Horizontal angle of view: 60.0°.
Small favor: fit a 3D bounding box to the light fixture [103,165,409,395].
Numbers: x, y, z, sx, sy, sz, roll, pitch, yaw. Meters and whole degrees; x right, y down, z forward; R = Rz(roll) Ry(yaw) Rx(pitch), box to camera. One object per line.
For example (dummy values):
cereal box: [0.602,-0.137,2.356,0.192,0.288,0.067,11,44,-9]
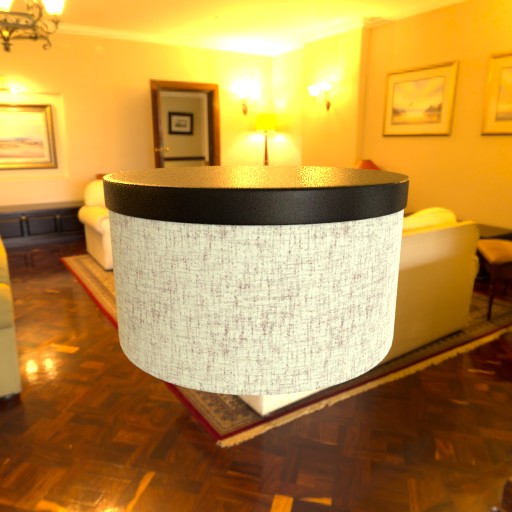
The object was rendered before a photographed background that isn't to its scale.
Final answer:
light fixture: [0.000,0.000,0.621,0.389,0.229,0.389,0,15,0]
